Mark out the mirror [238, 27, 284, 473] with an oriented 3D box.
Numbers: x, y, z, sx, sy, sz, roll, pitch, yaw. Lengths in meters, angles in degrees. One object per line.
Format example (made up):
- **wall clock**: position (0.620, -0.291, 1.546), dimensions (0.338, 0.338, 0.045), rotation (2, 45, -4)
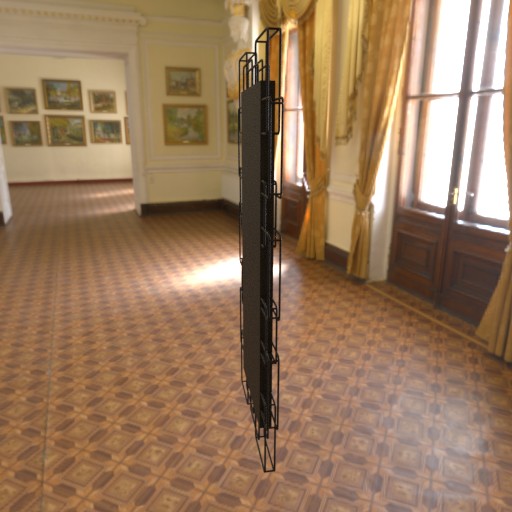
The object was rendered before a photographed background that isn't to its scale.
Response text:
- **mirror**: position (0.000, 0.000, 1.374), dimensions (0.037, 1.192, 0.565), rotation (-3, 16, -9)
